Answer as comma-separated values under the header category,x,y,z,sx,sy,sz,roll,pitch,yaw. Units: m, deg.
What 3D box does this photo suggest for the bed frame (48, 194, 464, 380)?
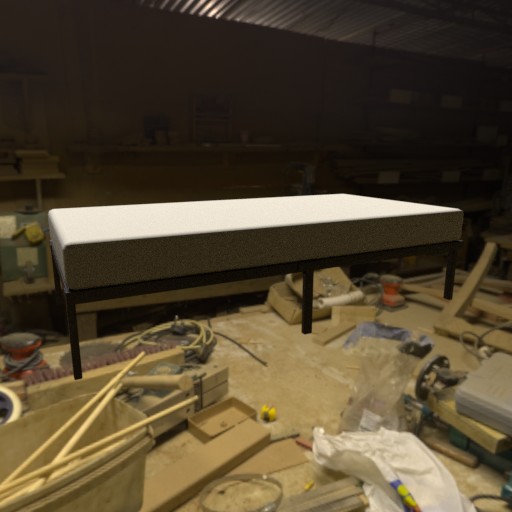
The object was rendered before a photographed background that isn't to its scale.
category,x,y,z,sx,sy,sz,roll,pitch,yaw
bed frame,0.000,0.000,3.196,2.635,0.680,1.393,-7,15,-26
